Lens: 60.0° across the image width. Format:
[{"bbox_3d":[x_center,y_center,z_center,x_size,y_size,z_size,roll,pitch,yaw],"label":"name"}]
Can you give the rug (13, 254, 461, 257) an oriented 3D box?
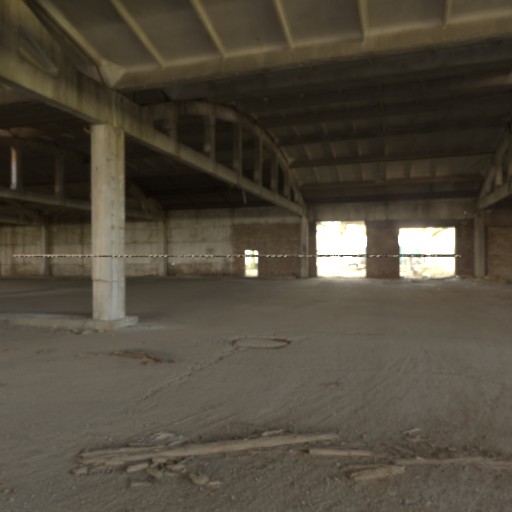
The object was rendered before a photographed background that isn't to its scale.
[{"bbox_3d":[0.000,0.000,3.782,2.902,0.017,2.306,0,0,17],"label":"rug"}]
